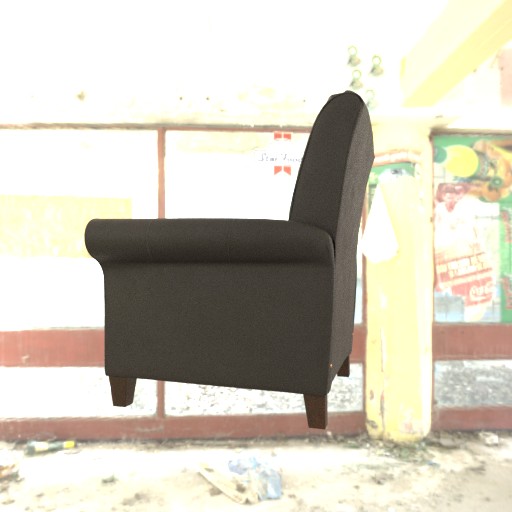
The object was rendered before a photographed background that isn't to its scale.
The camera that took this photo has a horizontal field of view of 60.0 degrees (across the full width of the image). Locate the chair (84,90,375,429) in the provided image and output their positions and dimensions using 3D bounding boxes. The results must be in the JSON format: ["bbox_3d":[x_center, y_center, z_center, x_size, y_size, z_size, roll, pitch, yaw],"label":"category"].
[{"bbox_3d":[0.000,0.000,1.776,0.902,1.061,0.978,0,-2,18],"label":"chair"}]
